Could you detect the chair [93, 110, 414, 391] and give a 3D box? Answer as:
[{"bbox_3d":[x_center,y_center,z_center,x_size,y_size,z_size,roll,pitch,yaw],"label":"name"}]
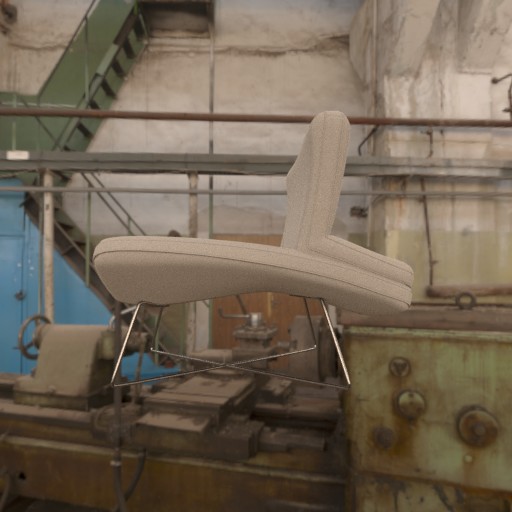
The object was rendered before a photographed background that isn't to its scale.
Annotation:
[{"bbox_3d":[0.000,0.000,1.717,1.008,0.855,0.859,0,-1,-1],"label":"chair"}]
